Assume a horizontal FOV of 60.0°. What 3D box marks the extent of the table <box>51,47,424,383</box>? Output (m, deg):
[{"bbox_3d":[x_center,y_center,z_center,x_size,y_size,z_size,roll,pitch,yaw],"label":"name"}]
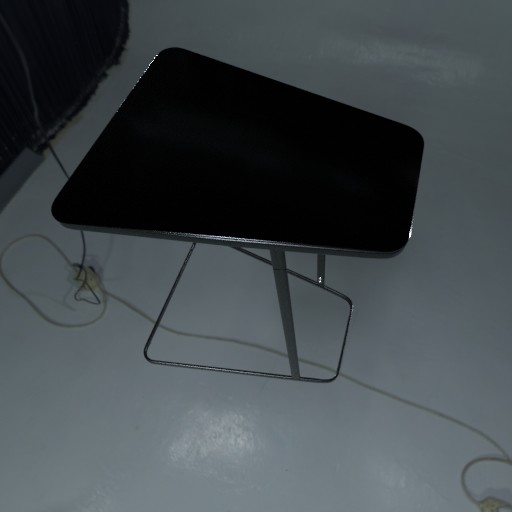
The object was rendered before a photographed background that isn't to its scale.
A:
[{"bbox_3d":[0.000,0.000,0.957,0.500,0.624,0.427,15,59,9],"label":"table"}]
